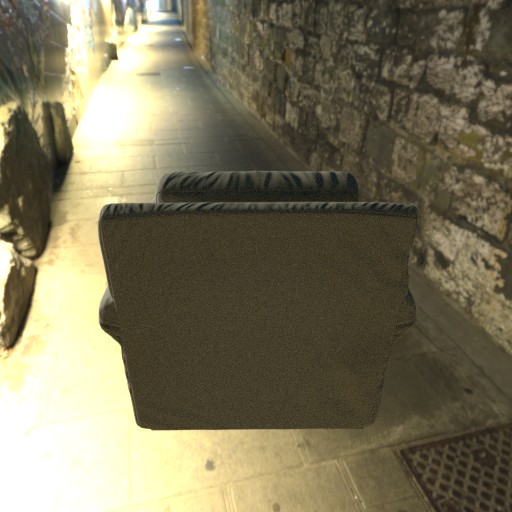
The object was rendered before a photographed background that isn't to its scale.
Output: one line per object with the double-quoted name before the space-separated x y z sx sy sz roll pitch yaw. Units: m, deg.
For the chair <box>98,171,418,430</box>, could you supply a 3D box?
"chair" 0.000 0.000 1.738 0.940 0.866 1.066 0 30 -1
